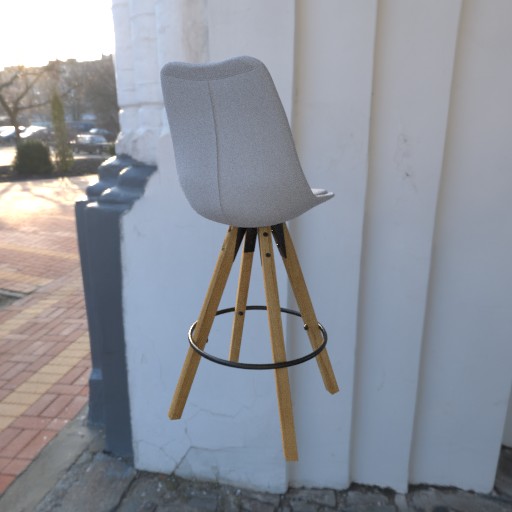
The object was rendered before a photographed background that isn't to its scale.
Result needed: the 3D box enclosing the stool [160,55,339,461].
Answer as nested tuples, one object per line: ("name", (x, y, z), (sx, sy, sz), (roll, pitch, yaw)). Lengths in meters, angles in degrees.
("stool", (0.000, 0.000, 1.437), (0.484, 1.115, 0.550), (8, 18, 26))
